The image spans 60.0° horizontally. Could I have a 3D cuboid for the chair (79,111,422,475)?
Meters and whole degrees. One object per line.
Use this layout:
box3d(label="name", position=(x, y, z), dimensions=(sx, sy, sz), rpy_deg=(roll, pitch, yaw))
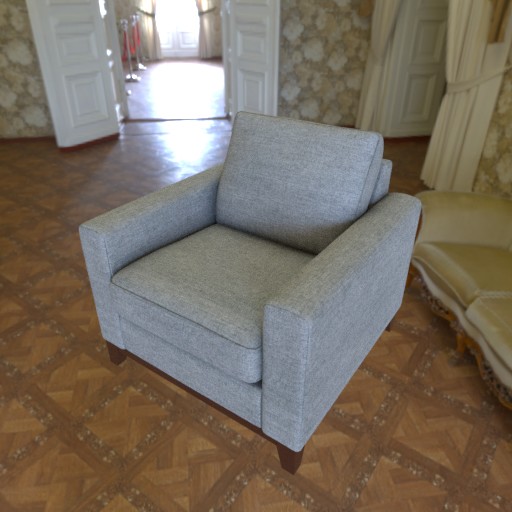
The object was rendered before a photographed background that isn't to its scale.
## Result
box3d(label="chair", position=(0.000, 0.000, 1.879), dimensions=(1.024, 1.010, 1.038), rpy_deg=(20, 36, 30))
